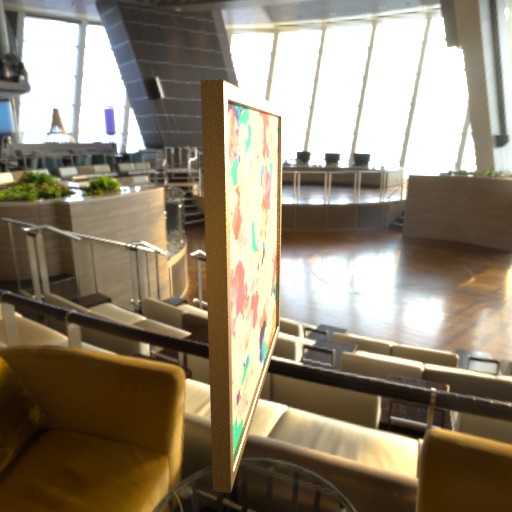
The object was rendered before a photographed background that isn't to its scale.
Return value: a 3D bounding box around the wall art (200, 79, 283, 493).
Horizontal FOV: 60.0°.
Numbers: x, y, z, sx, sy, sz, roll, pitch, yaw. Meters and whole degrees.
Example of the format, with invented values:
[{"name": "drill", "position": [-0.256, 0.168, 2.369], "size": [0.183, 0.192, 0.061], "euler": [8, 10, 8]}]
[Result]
[{"name": "wall art", "position": [0.000, 0.000, 1.144], "size": [0.036, 0.765, 0.767], "euler": [3, 15, 10]}]
